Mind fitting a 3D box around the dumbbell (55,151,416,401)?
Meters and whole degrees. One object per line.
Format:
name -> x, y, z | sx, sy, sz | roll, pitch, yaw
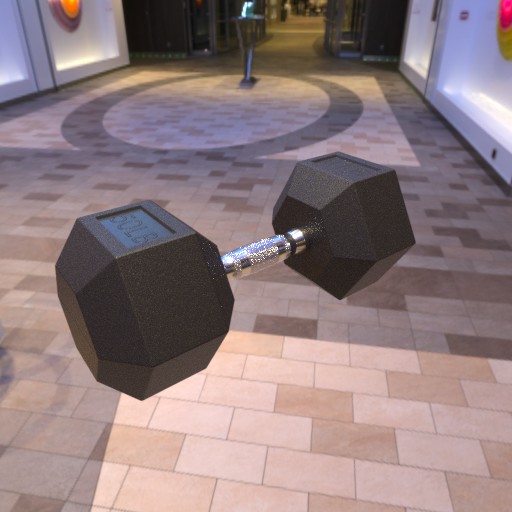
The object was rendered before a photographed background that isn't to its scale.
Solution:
dumbbell -> 0.000, 0.000, 0.477 | 0.384, 0.150, 0.173 | -21, 36, -32
